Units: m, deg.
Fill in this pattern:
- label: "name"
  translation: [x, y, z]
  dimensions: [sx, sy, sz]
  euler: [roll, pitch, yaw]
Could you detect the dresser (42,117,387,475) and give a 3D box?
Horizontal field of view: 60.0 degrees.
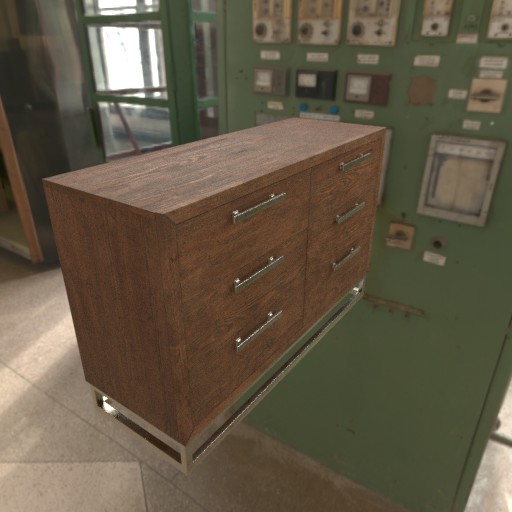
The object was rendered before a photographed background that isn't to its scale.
- label: "dresser"
  translation: [0.000, 0.000, 2.183]
  dimensions: [0.623, 1.061, 1.646]
  euler: [18, 31, 32]
